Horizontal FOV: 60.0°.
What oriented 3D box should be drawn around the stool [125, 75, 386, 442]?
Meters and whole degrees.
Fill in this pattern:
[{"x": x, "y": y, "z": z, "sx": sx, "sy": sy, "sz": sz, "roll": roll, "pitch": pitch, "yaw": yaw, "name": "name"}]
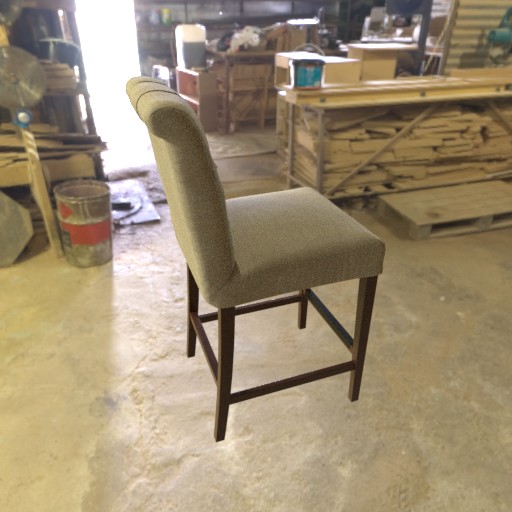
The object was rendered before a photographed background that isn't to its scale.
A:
[{"x": 0.000, "y": 0.000, "z": 1.447, "sx": 0.660, "sy": 1.084, "sz": 0.486, "roll": -10, "pitch": 31, "yaw": -17, "name": "stool"}]
